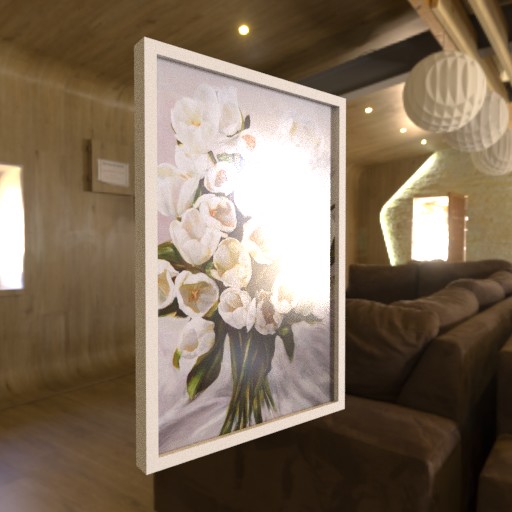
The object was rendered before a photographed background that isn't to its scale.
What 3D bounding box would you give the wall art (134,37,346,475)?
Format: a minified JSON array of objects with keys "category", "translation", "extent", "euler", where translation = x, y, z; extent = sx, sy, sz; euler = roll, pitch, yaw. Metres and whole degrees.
[{"category":"wall art","translation":[0.000,0.000,0.817],"extent":[0.450,0.657,0.038],"euler":[-1,1,-38]}]
